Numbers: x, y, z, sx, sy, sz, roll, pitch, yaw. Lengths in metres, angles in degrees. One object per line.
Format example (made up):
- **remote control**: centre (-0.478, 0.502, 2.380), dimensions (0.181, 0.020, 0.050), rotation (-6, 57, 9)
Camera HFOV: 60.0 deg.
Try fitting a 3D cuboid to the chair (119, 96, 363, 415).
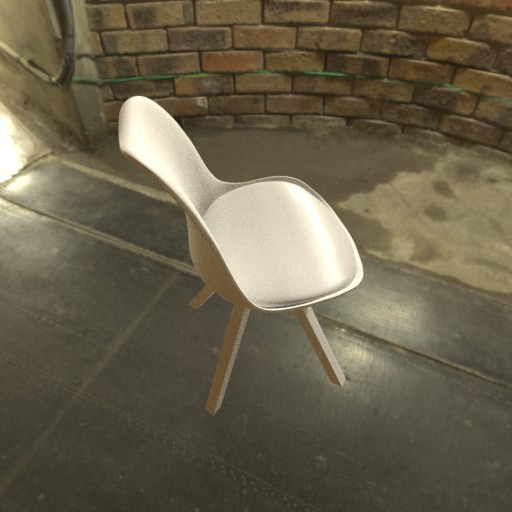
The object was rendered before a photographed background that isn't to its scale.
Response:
- **chair**: centre (0.000, 0.000, 1.202), dimensions (0.550, 0.850, 0.485), rotation (-9, 47, -9)
